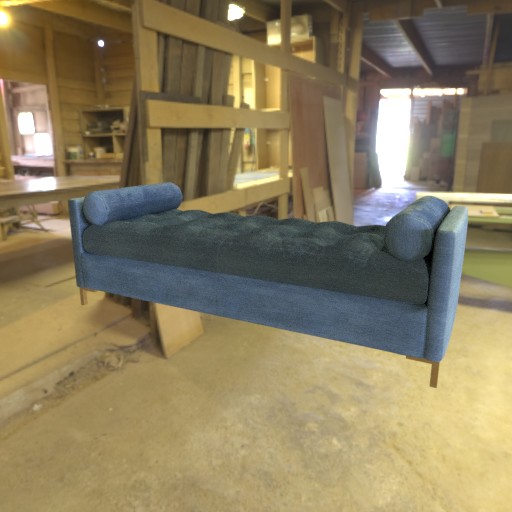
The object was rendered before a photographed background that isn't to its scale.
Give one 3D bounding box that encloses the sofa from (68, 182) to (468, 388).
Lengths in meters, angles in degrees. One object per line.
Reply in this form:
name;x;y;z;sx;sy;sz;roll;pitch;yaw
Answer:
sofa;0.000;0.000;2.501;2.102;0.705;0.796;7;16;27
